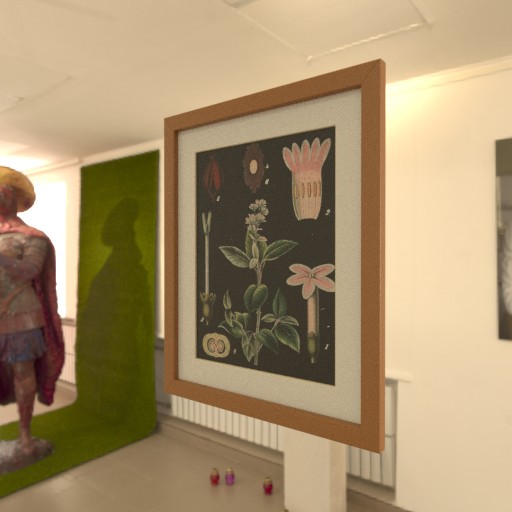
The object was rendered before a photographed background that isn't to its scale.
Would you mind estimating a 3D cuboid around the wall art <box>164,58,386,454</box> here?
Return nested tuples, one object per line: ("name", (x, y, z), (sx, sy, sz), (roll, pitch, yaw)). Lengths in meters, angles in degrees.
("wall art", (0.000, 0.000, 0.523), (0.310, 0.379, 0.015), (0, 0, 37))
